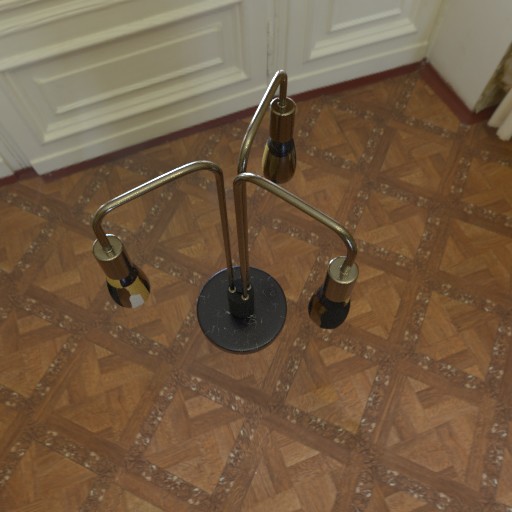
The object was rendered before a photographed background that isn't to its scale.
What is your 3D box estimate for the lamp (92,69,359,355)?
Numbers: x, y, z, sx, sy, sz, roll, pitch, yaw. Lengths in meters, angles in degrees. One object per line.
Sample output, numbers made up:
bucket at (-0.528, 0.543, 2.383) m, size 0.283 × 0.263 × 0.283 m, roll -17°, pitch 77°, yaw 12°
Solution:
lamp at (0.000, 0.000, 0.778) m, size 0.355 × 0.560 × 0.368 m, roll 21°, pitch 66°, yaw 10°
